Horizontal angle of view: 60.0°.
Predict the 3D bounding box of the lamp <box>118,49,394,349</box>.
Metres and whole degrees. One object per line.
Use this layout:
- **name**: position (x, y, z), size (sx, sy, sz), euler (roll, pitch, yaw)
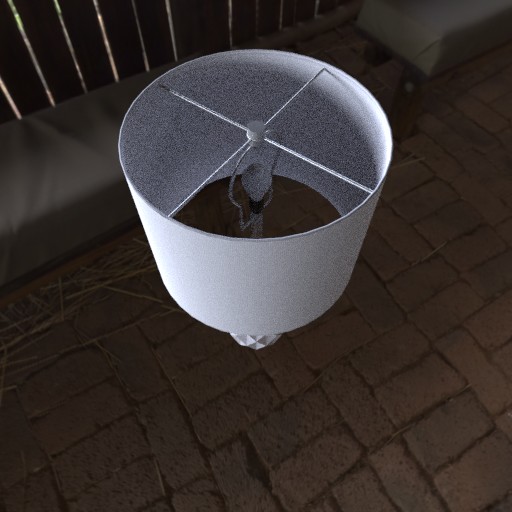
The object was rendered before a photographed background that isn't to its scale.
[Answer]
- **lamp**: position (0.000, 0.000, 0.701), size (0.297, 0.522, 0.297), euler (0, 57, 0)
